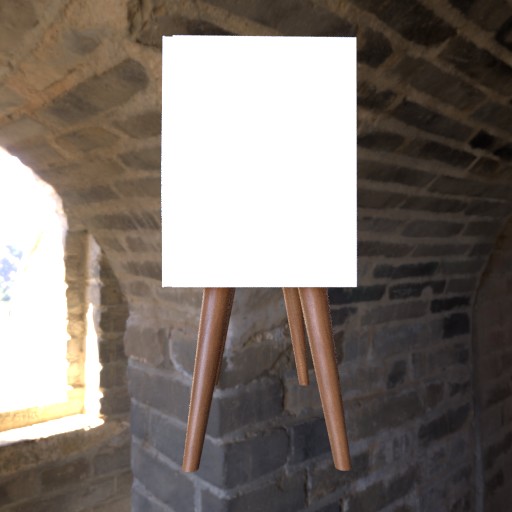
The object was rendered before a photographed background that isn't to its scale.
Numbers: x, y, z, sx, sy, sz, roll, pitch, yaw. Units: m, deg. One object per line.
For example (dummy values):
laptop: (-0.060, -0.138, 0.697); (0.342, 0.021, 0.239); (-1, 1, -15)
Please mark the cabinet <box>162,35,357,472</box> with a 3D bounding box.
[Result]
cabinet: (0.000, 0.000, 1.074); (0.344, 0.772, 0.591); (0, 0, -1)
